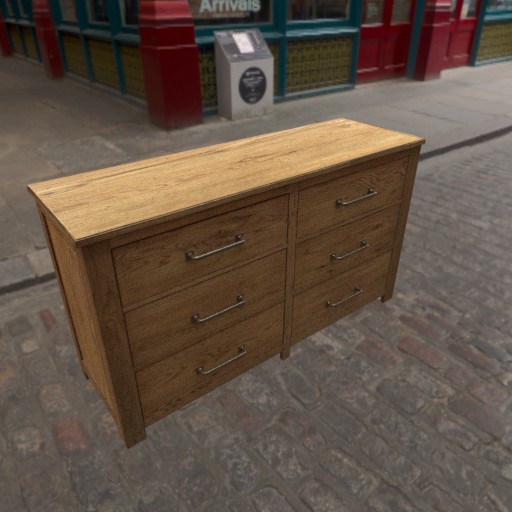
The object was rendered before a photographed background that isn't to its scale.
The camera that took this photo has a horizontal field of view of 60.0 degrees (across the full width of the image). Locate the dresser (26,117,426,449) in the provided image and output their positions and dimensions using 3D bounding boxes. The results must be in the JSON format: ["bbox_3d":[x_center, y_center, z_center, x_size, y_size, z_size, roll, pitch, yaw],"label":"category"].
[{"bbox_3d":[0.000,0.000,2.076,1.657,0.932,0.563,-21,37,-32],"label":"dresser"}]
